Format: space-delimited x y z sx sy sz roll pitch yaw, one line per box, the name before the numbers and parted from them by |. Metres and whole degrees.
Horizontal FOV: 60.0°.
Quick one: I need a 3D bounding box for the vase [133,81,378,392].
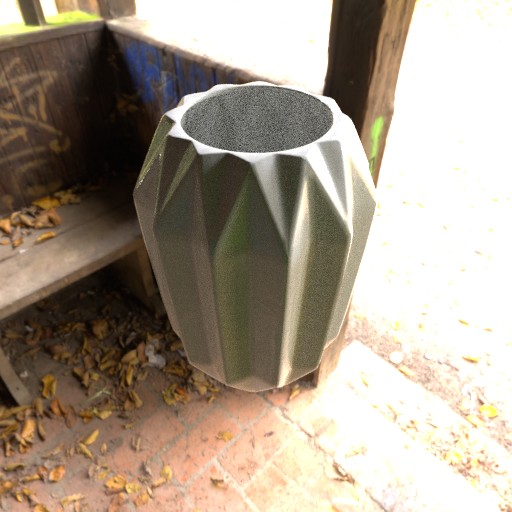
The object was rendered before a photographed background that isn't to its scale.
vase | 0.000 0.000 0.412 0.195 0.275 0.195 0 42 0
